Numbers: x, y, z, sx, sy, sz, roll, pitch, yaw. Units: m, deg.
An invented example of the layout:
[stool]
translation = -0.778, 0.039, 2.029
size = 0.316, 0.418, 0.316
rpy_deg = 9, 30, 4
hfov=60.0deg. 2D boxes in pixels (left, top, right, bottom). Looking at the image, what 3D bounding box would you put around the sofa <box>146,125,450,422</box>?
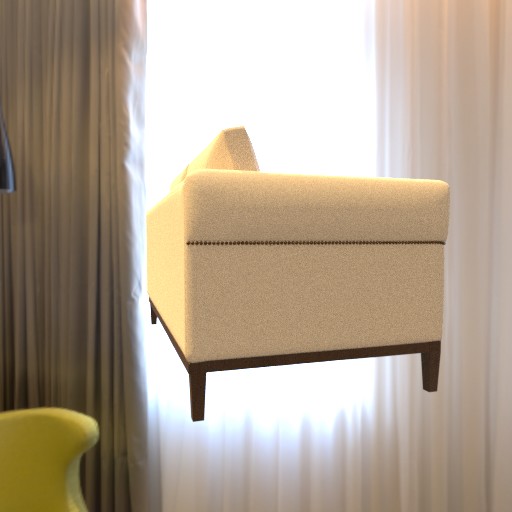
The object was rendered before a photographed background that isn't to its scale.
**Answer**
[sofa]
translation = 0.000, 0.000, 2.086
size = 0.905, 0.873, 1.598
rpy_deg = -1, 2, -18
